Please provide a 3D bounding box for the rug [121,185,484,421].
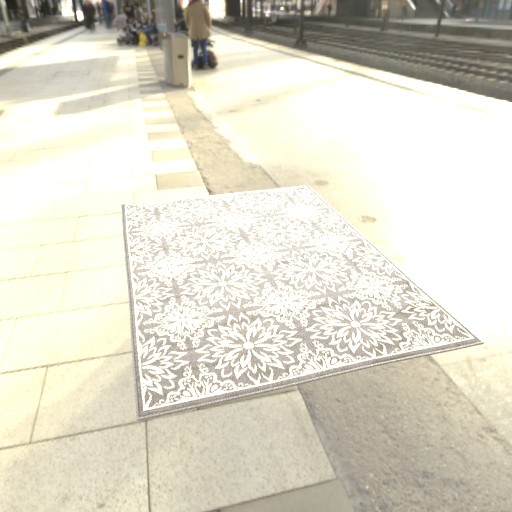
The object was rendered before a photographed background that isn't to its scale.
[{"bbox_3d":[0.000,0.000,2.825,1.608,0.014,2.213,-8,30,-14],"label":"rug"}]
